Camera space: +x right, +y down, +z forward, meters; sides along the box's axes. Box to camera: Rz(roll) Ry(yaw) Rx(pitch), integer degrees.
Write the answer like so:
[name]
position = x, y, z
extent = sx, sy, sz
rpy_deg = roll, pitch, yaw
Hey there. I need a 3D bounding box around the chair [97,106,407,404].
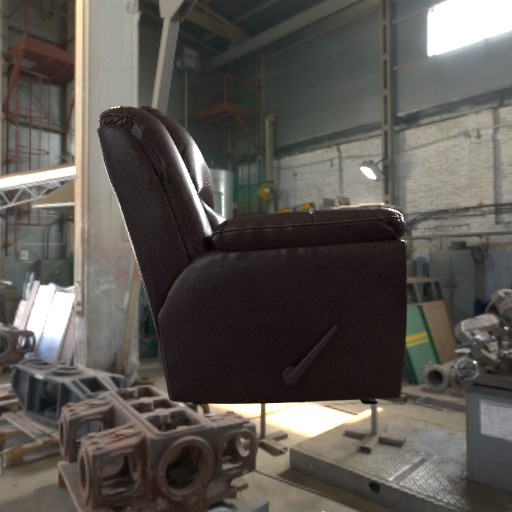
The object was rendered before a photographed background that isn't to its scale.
[chair]
position = 0.000, 0.000, 1.851
extent = 1.041, 1.093, 0.990
rpy_deg = 0, -1, 0
